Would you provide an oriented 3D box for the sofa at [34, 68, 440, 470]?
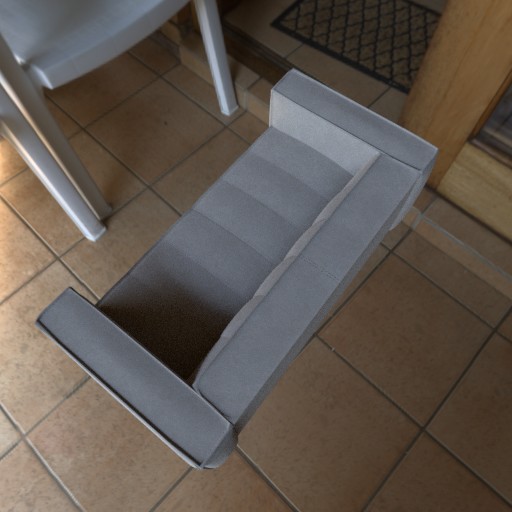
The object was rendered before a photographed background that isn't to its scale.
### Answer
[{"bbox_3d":[0.000,0.000,2.447,1.038,0.680,1.995,35,69,15],"label":"sofa"}]
